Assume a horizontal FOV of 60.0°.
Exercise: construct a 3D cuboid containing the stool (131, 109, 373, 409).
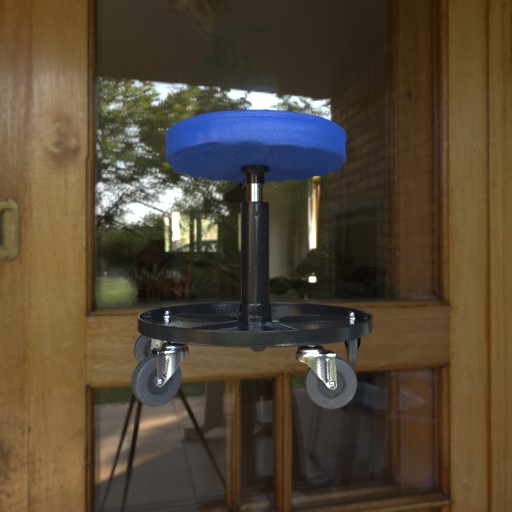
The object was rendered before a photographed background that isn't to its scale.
[{"bbox_3d":[0.000,0.000,0.684,0.381,0.365,0.382,0,-1,-19],"label":"stool"}]
